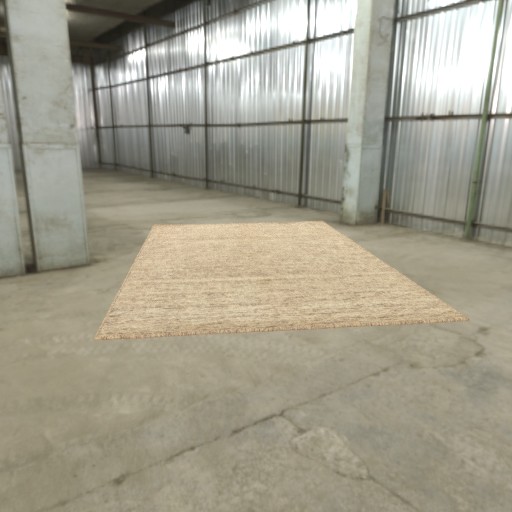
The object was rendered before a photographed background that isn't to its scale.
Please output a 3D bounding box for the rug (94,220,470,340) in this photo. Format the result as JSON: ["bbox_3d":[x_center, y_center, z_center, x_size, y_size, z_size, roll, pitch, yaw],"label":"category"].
[{"bbox_3d":[0.000,0.000,2.276,1.211,0.018,1.822,-2,15,-7],"label":"rug"}]
